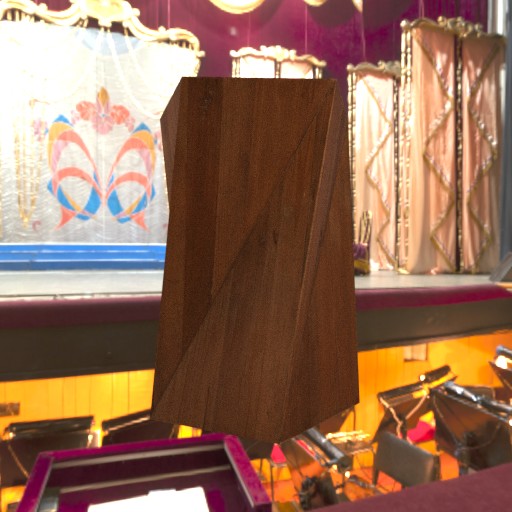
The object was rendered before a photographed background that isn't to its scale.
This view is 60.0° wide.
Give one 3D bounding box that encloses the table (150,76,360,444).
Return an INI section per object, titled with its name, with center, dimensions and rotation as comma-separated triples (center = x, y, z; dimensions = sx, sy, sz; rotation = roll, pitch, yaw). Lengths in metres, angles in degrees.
[table]
center = 0.000, 0.000, 0.923
dimensions = 0.441, 0.604, 0.425
rotation = 0, 1, -18
